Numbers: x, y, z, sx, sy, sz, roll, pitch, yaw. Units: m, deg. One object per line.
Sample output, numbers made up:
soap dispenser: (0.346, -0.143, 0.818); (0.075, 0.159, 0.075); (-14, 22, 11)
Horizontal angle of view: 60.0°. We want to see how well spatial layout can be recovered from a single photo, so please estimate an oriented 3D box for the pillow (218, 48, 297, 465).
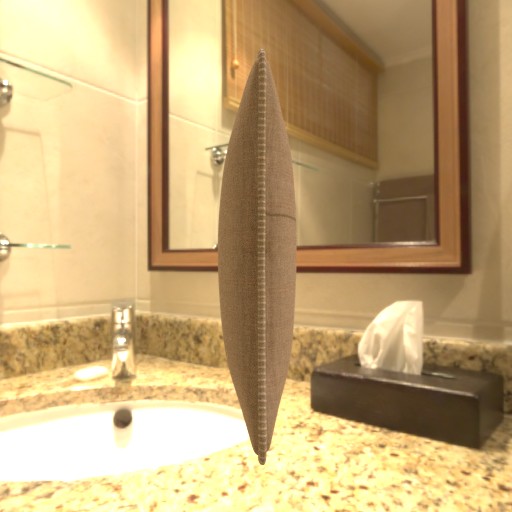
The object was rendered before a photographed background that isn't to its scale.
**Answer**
pillow: (0.000, 0.000, 0.740); (0.124, 0.494, 0.485); (0, -1, -2)
